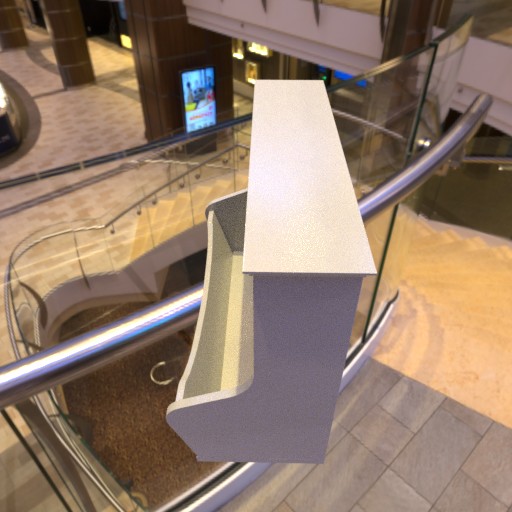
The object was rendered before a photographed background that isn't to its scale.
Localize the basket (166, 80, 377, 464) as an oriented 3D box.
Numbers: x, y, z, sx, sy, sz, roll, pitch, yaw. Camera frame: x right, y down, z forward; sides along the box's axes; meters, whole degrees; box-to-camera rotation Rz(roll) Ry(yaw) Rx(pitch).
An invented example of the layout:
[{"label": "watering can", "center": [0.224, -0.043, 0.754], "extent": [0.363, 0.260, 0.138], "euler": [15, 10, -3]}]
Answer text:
[{"label": "basket", "center": [0.000, 0.000, 1.105], "extent": [0.350, 0.600, 0.780], "euler": [1, 40, 1]}]
